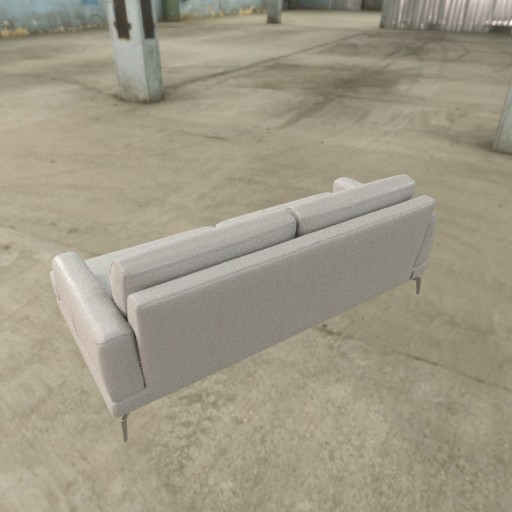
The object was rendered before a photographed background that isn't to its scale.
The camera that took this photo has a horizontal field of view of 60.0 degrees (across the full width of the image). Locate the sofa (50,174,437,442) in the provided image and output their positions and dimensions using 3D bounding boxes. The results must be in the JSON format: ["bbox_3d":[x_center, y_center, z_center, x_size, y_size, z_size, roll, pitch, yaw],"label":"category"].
[{"bbox_3d":[0.000,0.000,2.390,1.940,0.765,0.974,-19,35,-29],"label":"sofa"}]
